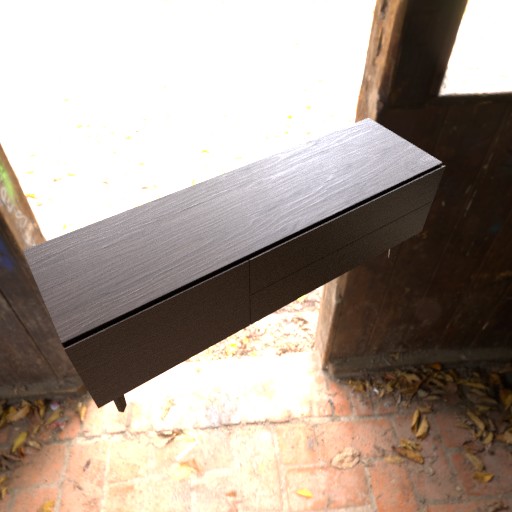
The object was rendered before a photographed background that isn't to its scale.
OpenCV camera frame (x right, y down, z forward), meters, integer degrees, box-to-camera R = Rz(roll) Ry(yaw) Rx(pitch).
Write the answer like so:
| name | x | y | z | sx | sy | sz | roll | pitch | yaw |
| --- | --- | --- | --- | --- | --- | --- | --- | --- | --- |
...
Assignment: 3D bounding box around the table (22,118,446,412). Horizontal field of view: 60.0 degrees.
| name | x | y | z | sx | sy | sz | roll | pitch | yaw |
| --- | --- | --- | --- | --- | --- | --- | --- | --- | --- |
| table | 0.000 | 0.000 | 1.648 | 1.397 | 0.508 | 0.405 | -26 | 52 | -22 |
